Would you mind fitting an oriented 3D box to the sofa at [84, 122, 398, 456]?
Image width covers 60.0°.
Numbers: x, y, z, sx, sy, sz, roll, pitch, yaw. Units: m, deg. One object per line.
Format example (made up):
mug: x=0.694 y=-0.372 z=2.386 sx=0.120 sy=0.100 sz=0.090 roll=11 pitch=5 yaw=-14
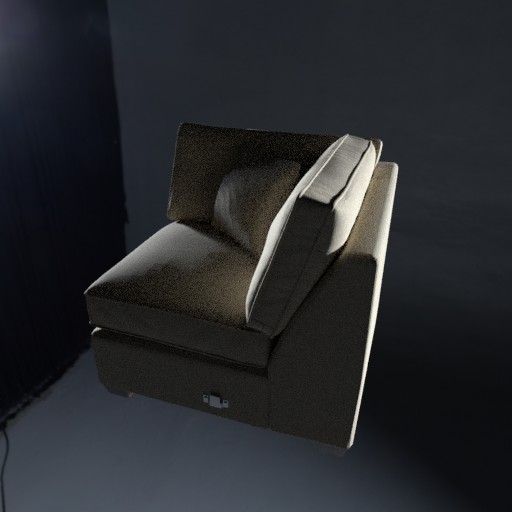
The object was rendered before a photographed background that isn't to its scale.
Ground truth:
sofa: x=0.000 y=0.000 z=1.965 sx=1.084 sy=1.002 sz=1.146 roll=9 pitch=28 yaw=17
